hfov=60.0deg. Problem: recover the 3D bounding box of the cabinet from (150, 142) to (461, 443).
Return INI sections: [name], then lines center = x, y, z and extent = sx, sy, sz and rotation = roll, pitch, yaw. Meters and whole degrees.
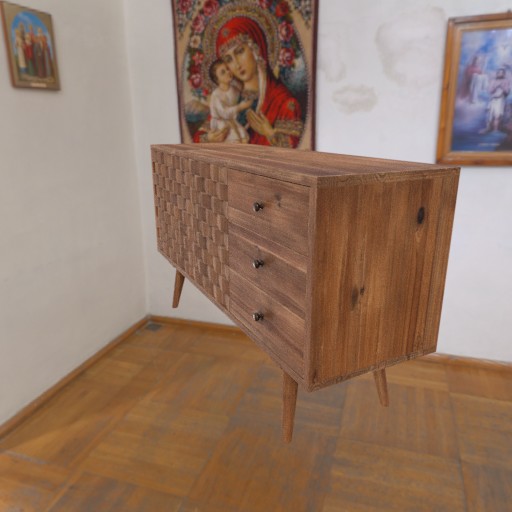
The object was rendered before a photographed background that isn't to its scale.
[cabinet]
center = 0.000, 0.000, 1.754
extent = 0.472, 0.800, 1.400
rotation = -9, 19, -26
